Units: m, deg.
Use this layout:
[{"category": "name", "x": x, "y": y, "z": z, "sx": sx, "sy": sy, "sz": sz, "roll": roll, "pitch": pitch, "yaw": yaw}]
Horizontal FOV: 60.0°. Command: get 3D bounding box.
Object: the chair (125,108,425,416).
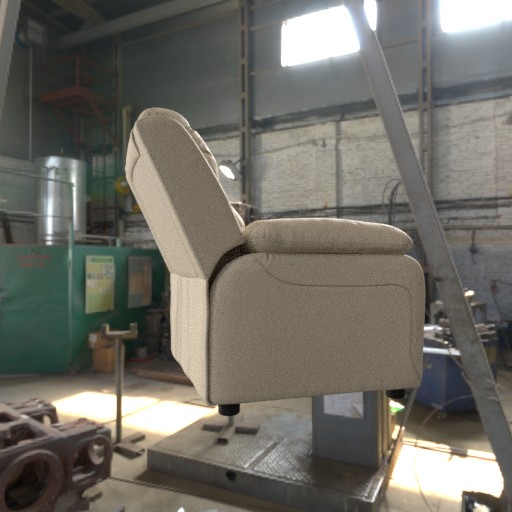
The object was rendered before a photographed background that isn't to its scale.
[{"category": "chair", "x": 0.000, "y": 0.000, "z": 1.265, "sx": 0.709, "sy": 0.702, "sz": 0.680, "roll": 0, "pitch": -1, "yaw": -18}]
